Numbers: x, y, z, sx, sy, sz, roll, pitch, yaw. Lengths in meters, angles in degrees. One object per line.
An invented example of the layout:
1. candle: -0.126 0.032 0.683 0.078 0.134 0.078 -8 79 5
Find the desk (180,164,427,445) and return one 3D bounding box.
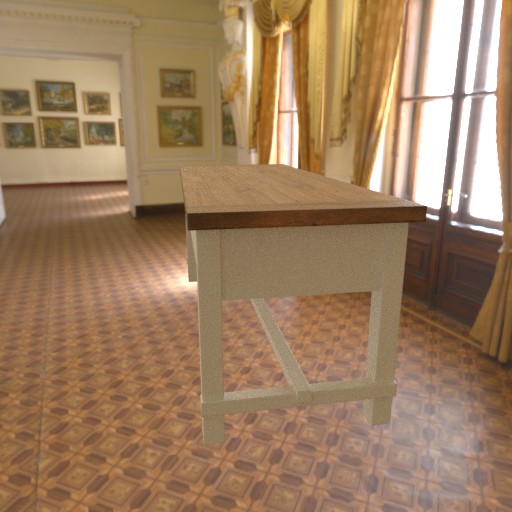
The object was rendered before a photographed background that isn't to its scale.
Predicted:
1. desk: 0.000 0.000 2.185 0.688 0.762 1.803 -3 16 -10
